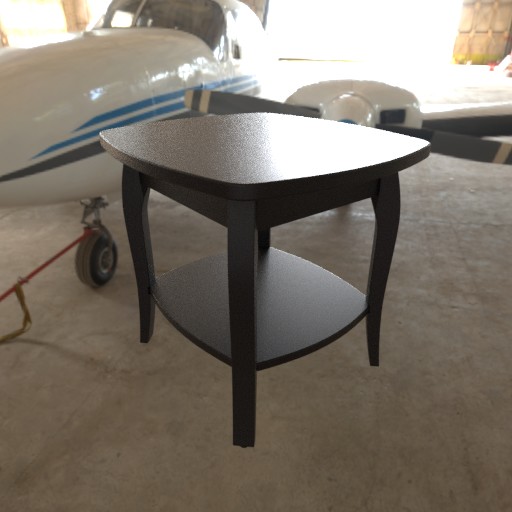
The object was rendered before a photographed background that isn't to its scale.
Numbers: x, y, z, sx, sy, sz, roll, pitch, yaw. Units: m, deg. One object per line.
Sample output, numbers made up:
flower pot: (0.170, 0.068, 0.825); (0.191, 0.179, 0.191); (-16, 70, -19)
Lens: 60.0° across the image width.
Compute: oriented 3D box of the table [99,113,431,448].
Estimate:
table: (0.000, 0.000, 0.862); (0.457, 0.457, 0.508); (-19, 32, -34)
